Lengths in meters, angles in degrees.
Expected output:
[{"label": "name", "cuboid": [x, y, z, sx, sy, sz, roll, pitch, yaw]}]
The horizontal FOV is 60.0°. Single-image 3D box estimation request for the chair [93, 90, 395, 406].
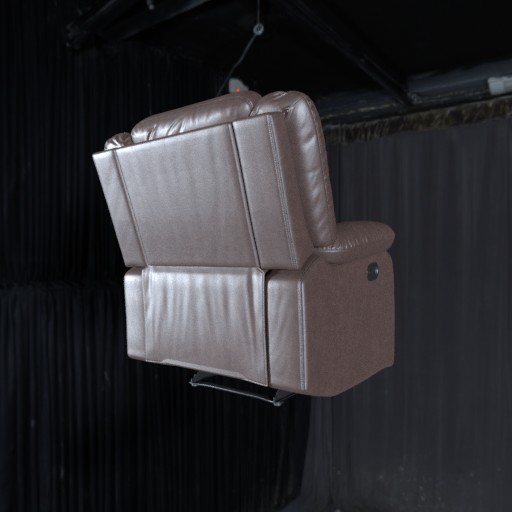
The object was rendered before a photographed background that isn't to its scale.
[{"label": "chair", "cuboid": [0.000, 0.000, 1.727, 0.899, 1.009, 0.934, 0, 0, 36]}]
